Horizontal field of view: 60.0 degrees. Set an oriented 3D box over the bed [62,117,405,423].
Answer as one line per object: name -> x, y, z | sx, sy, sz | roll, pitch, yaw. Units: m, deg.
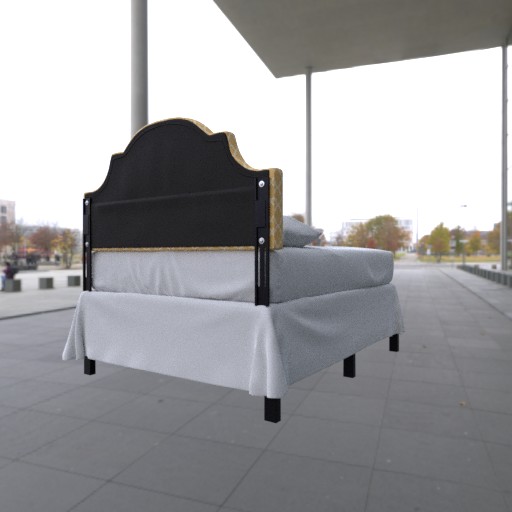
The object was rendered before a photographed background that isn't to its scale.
bed -> 0.000, 0.000, 3.426 | 1.780, 1.633, 2.222 | 0, 0, 35
